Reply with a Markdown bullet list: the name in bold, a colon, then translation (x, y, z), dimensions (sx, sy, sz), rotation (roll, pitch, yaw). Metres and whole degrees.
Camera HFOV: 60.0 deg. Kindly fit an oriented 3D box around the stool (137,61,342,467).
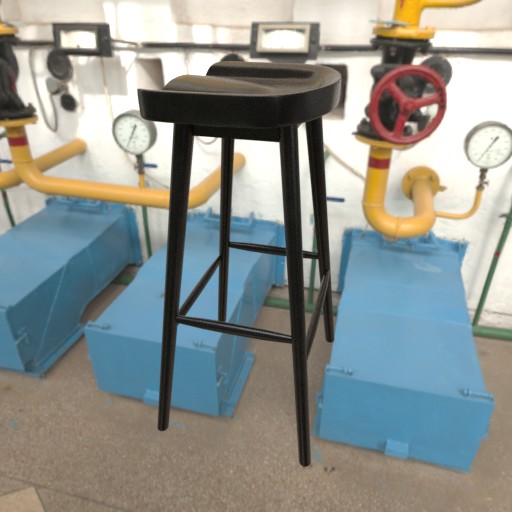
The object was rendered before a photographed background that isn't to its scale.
- **stool**: translation (0.000, 0.000, 0.983), dimensions (0.361, 0.749, 0.440), rotation (8, 31, 14)
